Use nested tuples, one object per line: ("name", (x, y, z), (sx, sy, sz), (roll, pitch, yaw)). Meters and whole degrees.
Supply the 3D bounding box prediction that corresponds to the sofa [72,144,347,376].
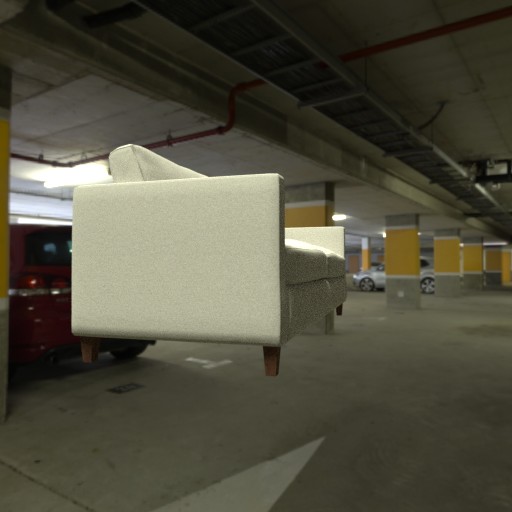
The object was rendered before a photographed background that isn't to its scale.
("sofa", (0.000, 0.000, 2.857), (0.951, 0.962, 2.361), (0, -2, 17))
